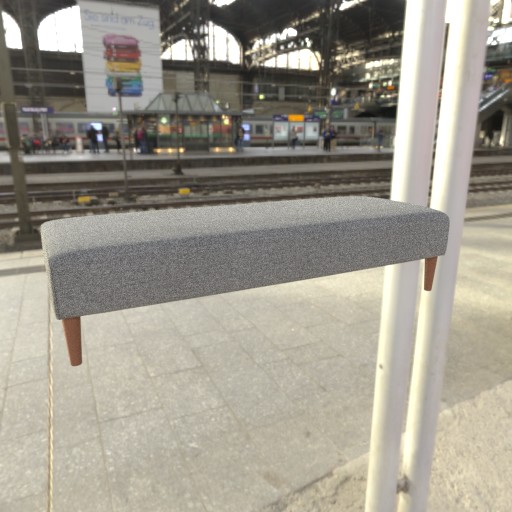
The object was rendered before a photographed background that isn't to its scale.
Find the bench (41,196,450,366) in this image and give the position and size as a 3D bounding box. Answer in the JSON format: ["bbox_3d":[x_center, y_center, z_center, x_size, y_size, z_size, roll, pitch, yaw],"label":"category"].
[{"bbox_3d":[0.000,0.000,1.866,1.598,0.384,0.631,-8,17,-26],"label":"bench"}]
